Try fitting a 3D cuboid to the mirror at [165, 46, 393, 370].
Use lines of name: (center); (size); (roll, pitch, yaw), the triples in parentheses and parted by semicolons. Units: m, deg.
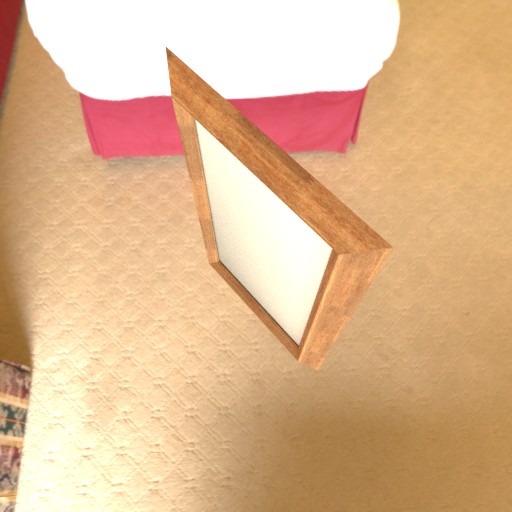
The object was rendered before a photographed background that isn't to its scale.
mirror: (0.000, 0.000, 1.300); (0.047, 1.010, 0.651); (-38, 70, -17)
